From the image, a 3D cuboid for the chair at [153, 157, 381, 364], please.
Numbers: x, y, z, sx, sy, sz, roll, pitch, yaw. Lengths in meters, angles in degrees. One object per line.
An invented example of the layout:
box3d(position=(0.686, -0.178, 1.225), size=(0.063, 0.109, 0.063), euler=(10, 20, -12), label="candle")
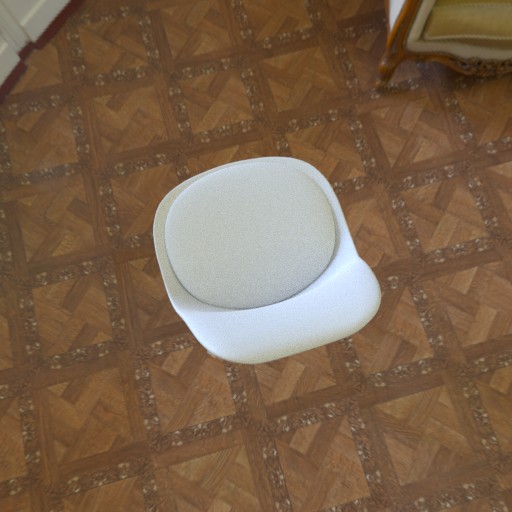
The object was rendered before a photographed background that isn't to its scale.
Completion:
box3d(position=(0.000, 0.000, 1.172), size=(0.485, 0.850, 0.550), euler=(-16, 76, -4), label="chair")
